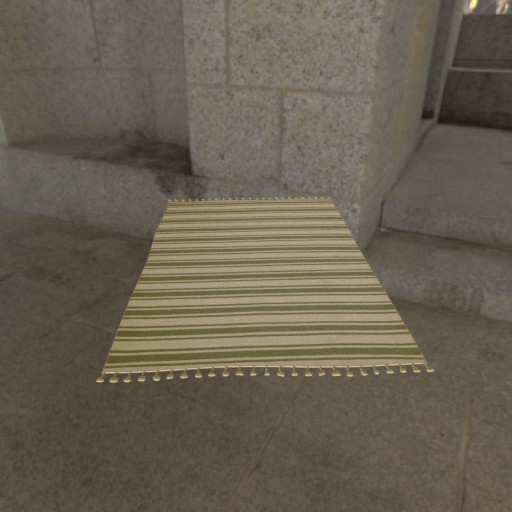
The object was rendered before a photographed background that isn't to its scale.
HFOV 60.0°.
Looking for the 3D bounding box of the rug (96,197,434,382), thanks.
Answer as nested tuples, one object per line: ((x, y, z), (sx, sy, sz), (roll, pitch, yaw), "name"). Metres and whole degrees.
((0.000, 0.000, 2.348), (1.162, 0.013, 1.875), (-1, 27, -2), "rug")
